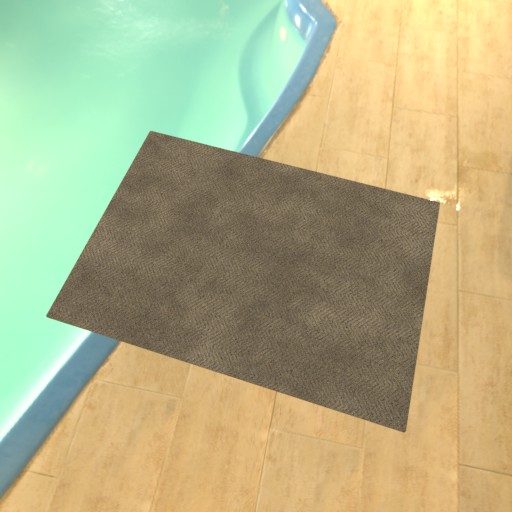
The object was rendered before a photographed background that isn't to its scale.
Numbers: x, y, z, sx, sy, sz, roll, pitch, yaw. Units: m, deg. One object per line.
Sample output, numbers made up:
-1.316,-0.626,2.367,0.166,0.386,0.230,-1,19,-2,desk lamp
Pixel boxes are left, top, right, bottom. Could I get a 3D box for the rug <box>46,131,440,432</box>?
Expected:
0.000,0.000,2.949,2.235,0.008,1.600,16,64,8,rug
